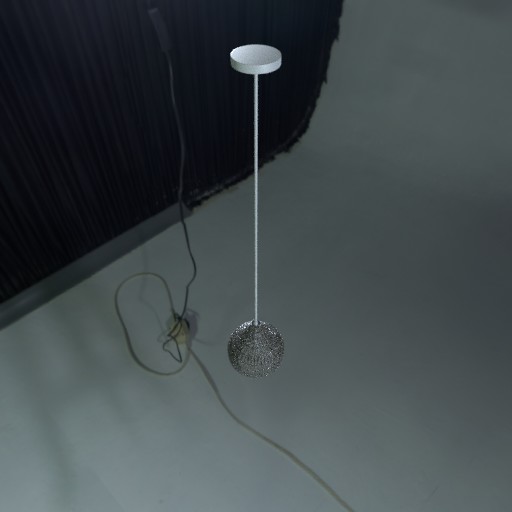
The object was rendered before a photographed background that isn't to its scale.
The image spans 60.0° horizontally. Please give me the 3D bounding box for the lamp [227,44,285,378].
[{"bbox_3d":[0.000,0.000,2.153,0.355,1.919,0.355,32,54,27],"label":"lamp"}]
